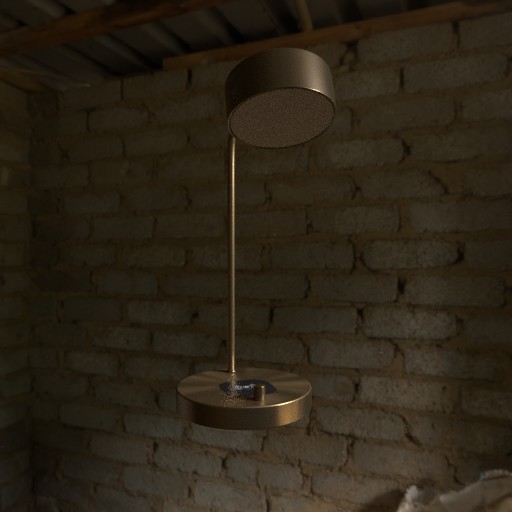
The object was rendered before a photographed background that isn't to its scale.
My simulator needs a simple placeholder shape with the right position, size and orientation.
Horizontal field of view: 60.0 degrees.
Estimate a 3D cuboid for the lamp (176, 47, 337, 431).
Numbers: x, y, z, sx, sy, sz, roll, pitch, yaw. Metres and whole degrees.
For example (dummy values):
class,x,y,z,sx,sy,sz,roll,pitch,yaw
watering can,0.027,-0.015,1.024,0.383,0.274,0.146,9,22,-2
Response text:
class,x,y,z,sx,sy,sz,roll,pitch,yaw
lamp,0.000,0.000,0.518,0.171,0.380,0.270,0,0,-18
